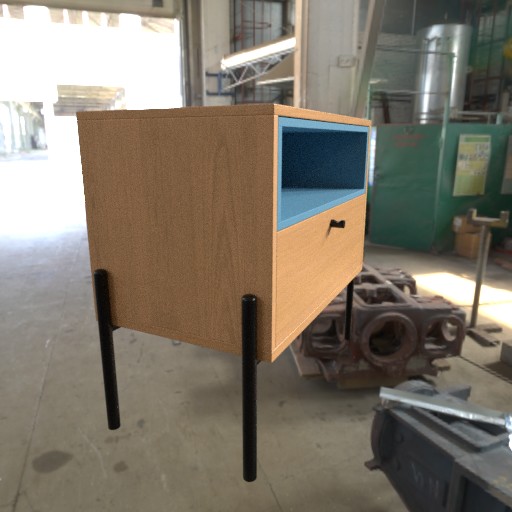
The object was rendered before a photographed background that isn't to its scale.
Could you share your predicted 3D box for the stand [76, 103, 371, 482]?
[{"bbox_3d":[0.000,0.000,0.999,0.400,0.600,0.630,7,16,26],"label":"stand"}]
